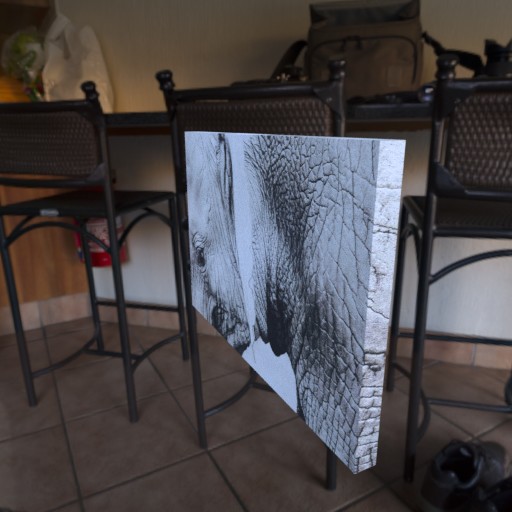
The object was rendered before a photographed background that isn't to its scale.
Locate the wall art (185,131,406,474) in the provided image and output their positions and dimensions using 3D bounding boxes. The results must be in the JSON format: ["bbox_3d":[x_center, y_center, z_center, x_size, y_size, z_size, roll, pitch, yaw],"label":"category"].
[{"bbox_3d":[0.000,0.000,0.769,0.035,0.407,0.613,-8,18,-26],"label":"wall art"}]
